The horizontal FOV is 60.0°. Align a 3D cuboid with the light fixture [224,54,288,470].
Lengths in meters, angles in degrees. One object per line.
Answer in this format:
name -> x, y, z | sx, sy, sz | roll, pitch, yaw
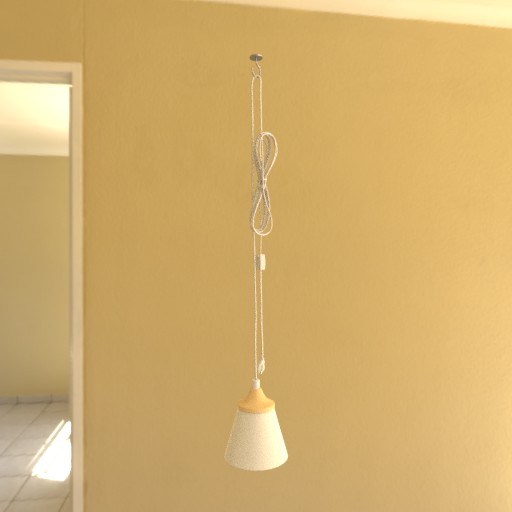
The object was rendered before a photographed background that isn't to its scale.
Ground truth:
light fixture -> 0.000, 0.000, 1.074 | 0.153, 0.966, 0.153 | 0, 0, -18
